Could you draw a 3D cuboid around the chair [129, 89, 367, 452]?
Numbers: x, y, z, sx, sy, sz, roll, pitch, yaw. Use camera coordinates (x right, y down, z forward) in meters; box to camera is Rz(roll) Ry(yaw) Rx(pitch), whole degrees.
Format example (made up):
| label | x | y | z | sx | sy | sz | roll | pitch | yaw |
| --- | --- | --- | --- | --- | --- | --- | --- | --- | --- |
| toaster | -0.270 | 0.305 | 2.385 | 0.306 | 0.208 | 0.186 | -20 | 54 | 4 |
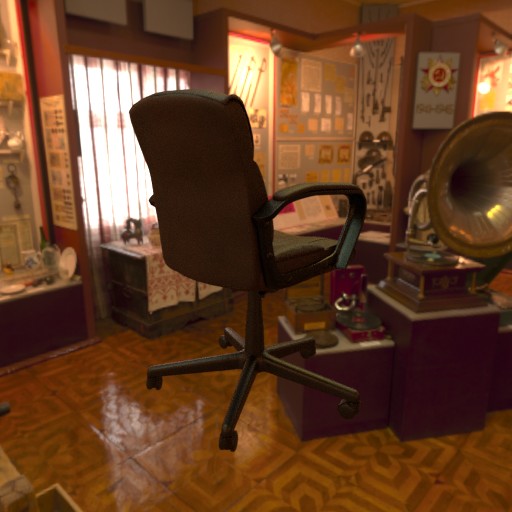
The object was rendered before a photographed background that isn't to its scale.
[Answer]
| label | x | y | z | sx | sy | sz | roll | pitch | yaw |
| --- | --- | --- | --- | --- | --- | --- | --- | --- | --- |
| chair | 0.000 | 0.000 | 1.501 | 0.739 | 1.004 | 0.717 | 13 | 19 | 43 |
